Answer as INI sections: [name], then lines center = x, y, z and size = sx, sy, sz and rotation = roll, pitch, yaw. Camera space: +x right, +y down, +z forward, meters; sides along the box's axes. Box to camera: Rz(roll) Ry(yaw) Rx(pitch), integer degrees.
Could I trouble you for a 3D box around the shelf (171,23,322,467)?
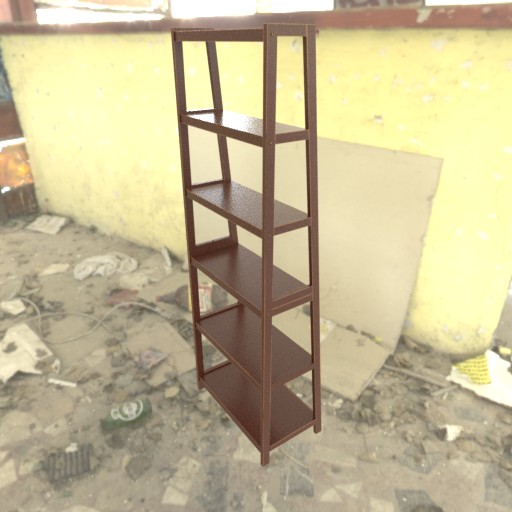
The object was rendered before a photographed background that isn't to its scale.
[shelf]
center = 0.000, 0.000, 2.058
size = 0.381, 1.892, 0.660
rotation = -17, 31, -31
